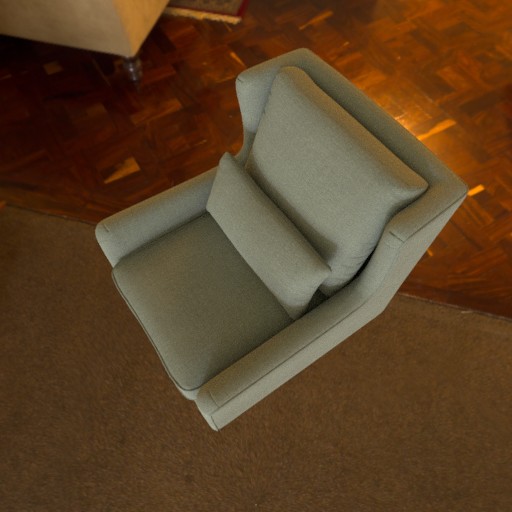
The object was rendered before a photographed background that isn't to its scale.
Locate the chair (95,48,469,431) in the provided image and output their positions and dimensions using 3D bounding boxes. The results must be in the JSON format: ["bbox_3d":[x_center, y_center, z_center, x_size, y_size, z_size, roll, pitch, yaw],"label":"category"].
[{"bbox_3d":[0.000,0.000,1.772,1.040,1.056,0.866,-31,65,-16],"label":"chair"}]
